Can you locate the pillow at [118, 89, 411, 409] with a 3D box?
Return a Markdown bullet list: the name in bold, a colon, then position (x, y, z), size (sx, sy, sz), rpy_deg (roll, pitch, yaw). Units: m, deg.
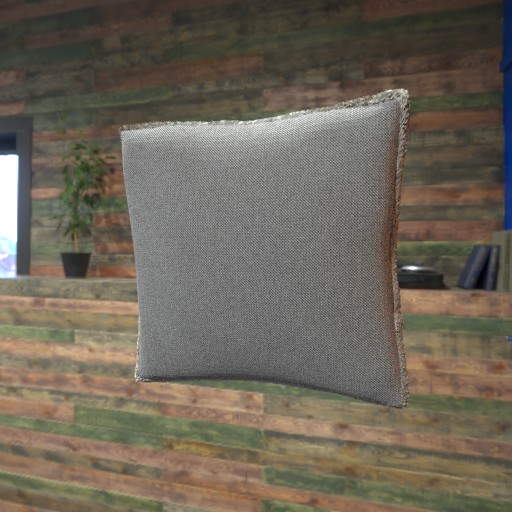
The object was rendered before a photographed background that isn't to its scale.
- **pillow**: position (0.000, 0.000, 0.807), size (0.529, 0.515, 0.218), rpy_deg (0, 0, 18)
